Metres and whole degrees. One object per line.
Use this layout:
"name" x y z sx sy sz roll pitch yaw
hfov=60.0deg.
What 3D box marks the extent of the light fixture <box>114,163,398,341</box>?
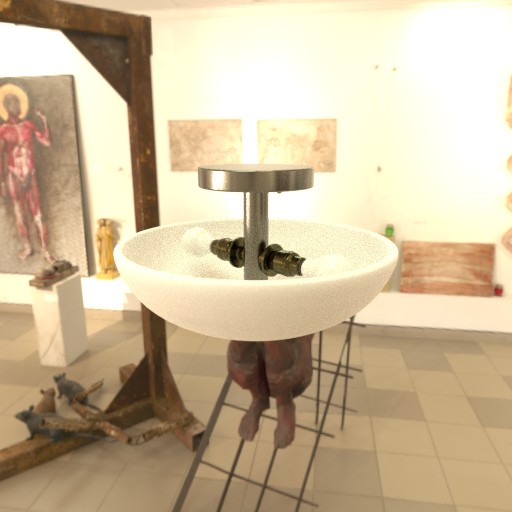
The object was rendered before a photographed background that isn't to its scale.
"light fixture" 0.000 0.000 0.541 0.330 0.214 0.330 0 15 0
